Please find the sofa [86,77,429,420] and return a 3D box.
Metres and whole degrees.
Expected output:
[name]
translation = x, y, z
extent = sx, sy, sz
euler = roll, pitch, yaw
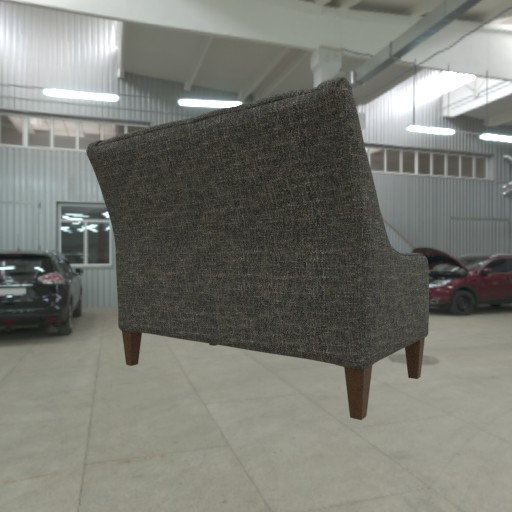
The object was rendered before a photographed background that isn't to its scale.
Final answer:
[sofa]
translation = 0.000, 0.000, 1.915
extent = 1.242, 1.021, 0.870
euler = 0, 0, 37
